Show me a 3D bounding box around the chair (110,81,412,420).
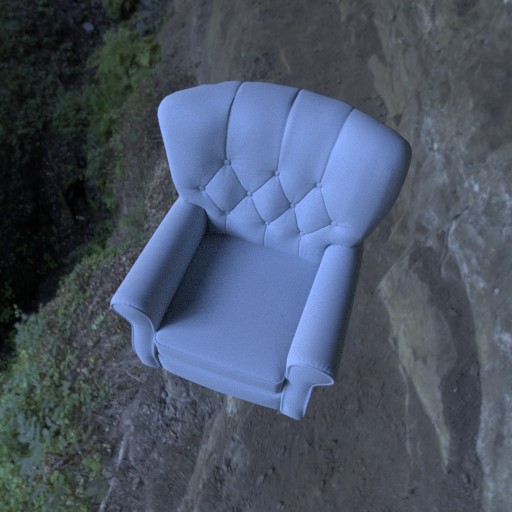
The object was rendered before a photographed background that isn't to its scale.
[{"bbox_3d":[0.000,0.000,2.127,1.090,1.217,1.128,16,58,11],"label":"chair"}]
